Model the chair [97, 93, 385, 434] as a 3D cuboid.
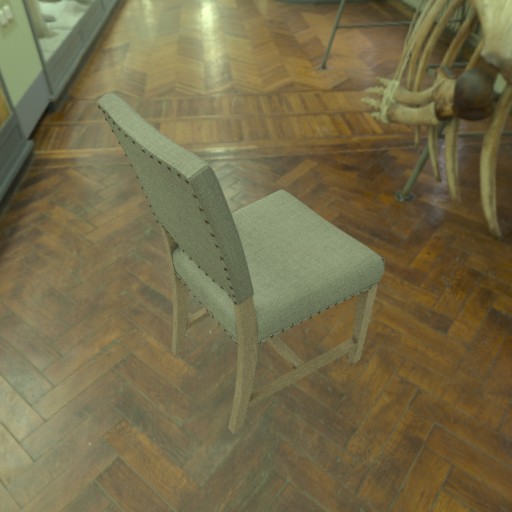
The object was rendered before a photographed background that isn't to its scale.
[{"bbox_3d":[0.000,0.000,1.347,0.622,0.986,0.508,-26,47,-27],"label":"chair"}]
